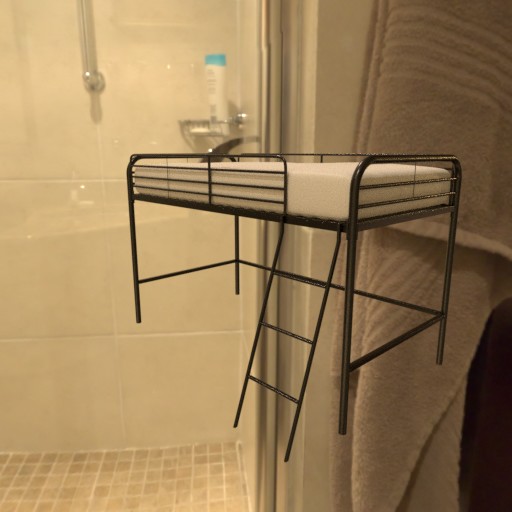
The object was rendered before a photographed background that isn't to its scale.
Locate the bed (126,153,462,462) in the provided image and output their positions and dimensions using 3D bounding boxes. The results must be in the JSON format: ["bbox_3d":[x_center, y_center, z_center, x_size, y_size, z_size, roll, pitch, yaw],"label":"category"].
[{"bbox_3d":[0.000,0.000,2.873,1.393,1.289,1.968,-12,18,-42],"label":"bed"}]
